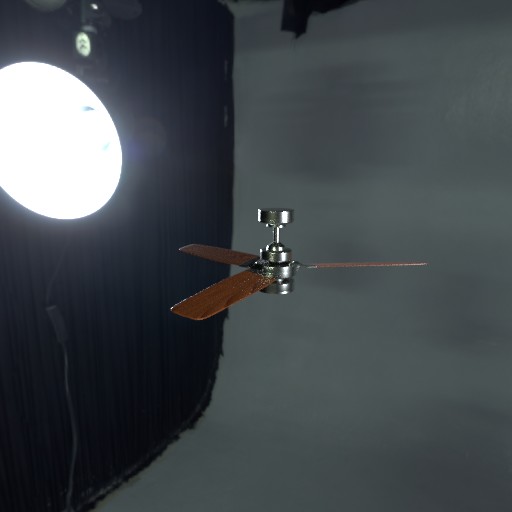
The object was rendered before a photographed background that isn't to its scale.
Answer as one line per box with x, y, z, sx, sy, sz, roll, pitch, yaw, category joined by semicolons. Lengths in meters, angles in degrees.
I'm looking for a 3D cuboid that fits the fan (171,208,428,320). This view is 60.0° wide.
0.000;0.000;2.081;1.416;0.410;1.271;6;13;26;fan
